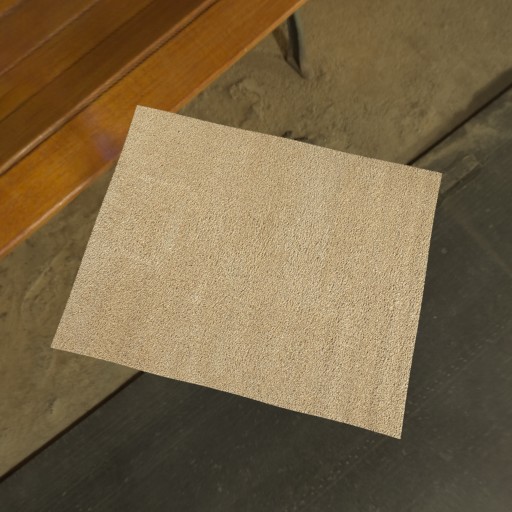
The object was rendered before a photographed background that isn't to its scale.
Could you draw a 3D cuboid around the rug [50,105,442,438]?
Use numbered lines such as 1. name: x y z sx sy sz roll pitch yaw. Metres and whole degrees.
1. rug: 0.000 0.000 3.969 3.000 0.025 2.400 14 76 3
